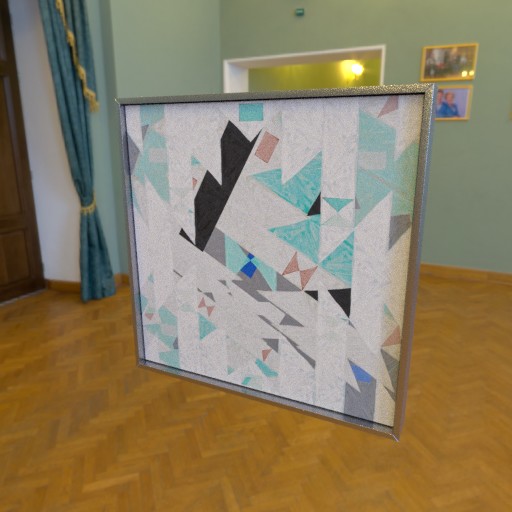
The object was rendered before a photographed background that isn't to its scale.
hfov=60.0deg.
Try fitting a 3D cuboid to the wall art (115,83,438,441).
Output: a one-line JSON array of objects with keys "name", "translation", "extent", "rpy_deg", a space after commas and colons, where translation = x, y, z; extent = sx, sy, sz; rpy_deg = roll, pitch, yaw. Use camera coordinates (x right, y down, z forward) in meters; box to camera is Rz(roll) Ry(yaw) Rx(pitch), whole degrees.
[{"name": "wall art", "translation": [0.000, 0.000, 0.506], "extent": [0.350, 0.350, 0.038], "rpy_deg": [7, 17, 25]}]
